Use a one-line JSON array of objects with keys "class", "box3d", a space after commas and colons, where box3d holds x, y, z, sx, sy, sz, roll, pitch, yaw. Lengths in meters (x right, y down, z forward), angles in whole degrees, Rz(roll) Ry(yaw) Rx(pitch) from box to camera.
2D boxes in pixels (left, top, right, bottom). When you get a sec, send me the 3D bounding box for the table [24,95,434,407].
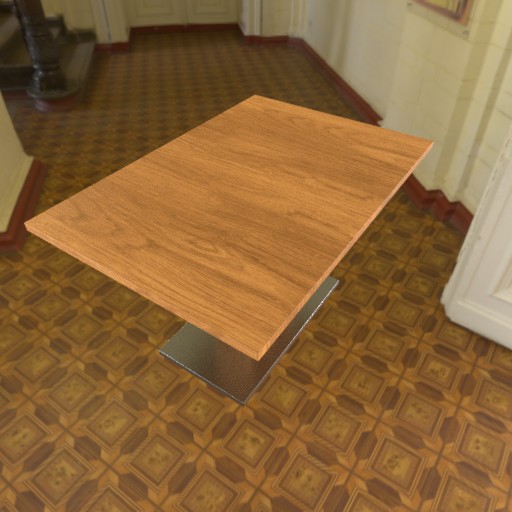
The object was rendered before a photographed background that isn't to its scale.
[{"class": "table", "box3d": [0.000, 0.000, 1.875, 0.900, 0.770, 1.300, 24, 46, 25]}]
